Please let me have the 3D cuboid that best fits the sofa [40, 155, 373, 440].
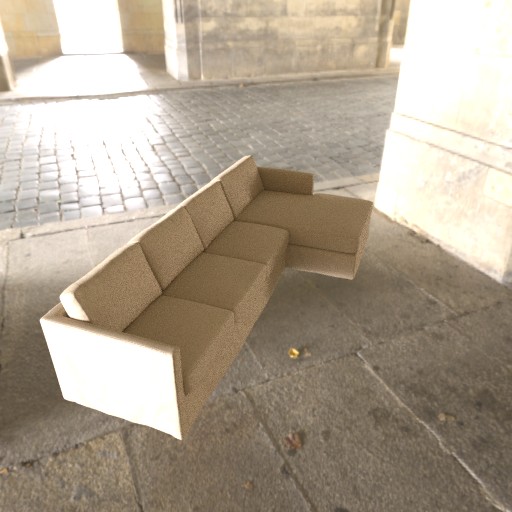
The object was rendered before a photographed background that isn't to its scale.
[{"bbox_3d":[0.000,0.000,3.846,1.622,0.871,3.206,10,31,18],"label":"sofa"}]
